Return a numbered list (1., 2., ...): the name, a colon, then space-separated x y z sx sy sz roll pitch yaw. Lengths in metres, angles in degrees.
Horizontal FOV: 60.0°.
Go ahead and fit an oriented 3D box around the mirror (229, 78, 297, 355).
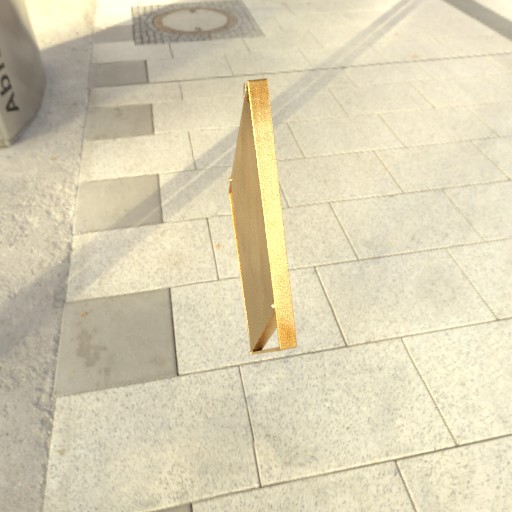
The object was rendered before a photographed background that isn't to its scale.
1. mirror: 0.000 0.000 0.840 0.032 0.679 0.419 -10 46 -10
